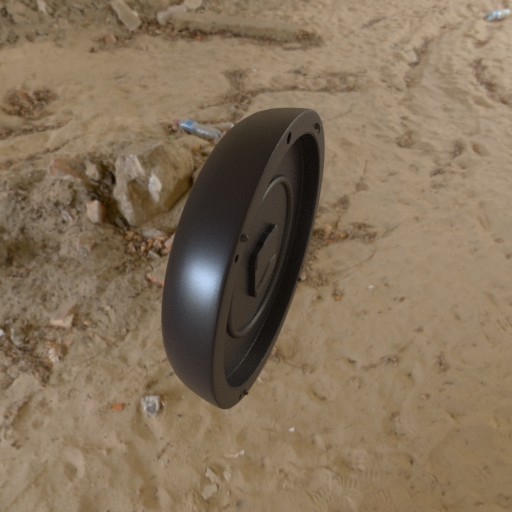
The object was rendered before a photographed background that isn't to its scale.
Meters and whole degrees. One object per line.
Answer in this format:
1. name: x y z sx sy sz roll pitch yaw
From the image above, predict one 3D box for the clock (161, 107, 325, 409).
1. clock: 0.000 0.000 0.455 0.060 0.300 0.300 17 48 16
